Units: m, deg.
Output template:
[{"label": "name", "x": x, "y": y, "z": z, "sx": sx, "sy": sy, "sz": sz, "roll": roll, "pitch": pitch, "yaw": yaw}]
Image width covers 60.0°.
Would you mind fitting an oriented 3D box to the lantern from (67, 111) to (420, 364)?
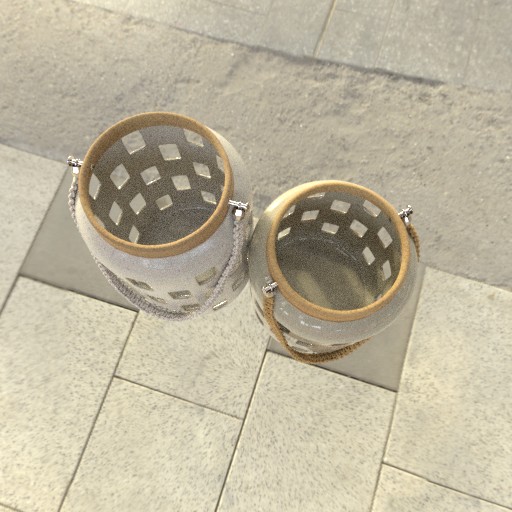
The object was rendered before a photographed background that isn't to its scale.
[{"label": "lantern", "x": 0.000, "y": 0.000, "z": 0.485, "sx": 0.347, "sy": 0.255, "sz": 0.184, "roll": 15, "pitch": 75, "yaw": 4}]
